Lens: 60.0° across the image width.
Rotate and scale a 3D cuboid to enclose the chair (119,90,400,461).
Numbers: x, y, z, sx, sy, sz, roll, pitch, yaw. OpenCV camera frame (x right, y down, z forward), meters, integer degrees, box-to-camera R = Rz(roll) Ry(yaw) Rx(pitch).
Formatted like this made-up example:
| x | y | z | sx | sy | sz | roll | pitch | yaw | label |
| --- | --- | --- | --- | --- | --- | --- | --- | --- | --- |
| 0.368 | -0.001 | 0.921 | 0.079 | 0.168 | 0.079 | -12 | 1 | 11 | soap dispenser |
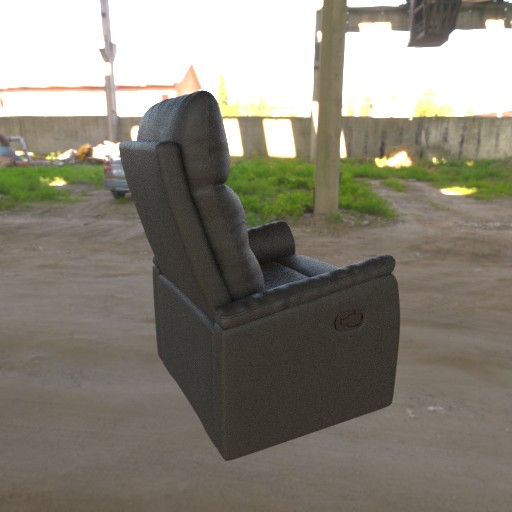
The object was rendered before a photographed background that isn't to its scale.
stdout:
| x | y | z | sx | sy | sz | roll | pitch | yaw | label |
| --- | --- | --- | --- | --- | --- | --- | --- | --- | --- |
| 0.000 | 0.000 | 1.627 | 0.831 | 1.082 | 0.775 | -7 | 16 | -26 | chair |
